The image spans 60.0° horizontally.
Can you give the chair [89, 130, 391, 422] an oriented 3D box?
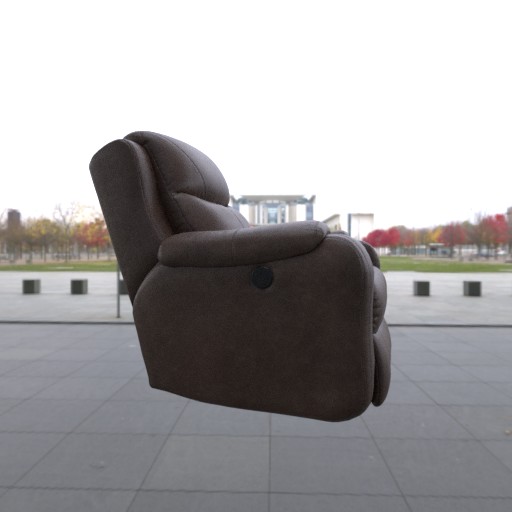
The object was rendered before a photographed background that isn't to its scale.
[{"bbox_3d":[0.000,0.000,1.824,1.067,0.990,0.940,0,1,17],"label":"chair"}]
